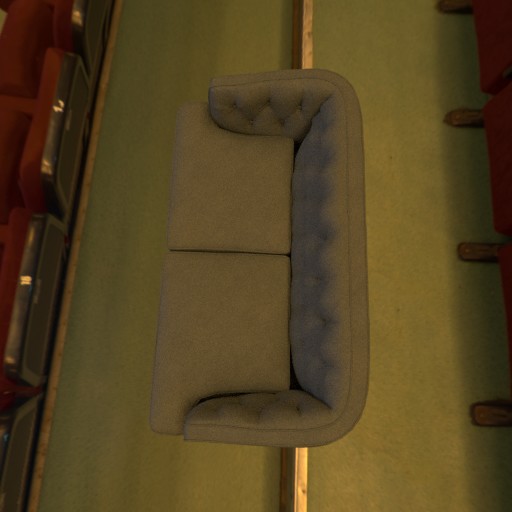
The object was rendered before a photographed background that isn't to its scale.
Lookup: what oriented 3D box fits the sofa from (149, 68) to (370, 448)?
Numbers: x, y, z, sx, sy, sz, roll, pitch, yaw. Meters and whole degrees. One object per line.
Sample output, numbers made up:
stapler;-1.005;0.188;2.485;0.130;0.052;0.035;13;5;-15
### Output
sofa;0.000;0.000;2.252;0.941;0.855;1.733;2;75;1
